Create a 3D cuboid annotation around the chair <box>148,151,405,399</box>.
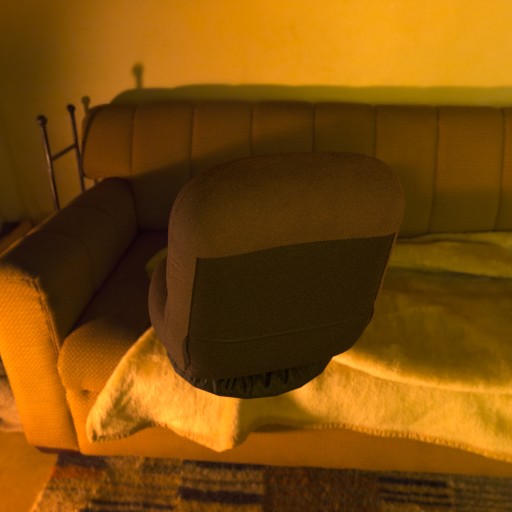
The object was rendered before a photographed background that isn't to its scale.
[{"bbox_3d":[0.000,0.000,1.055,0.521,0.594,0.597,-7,27,-15],"label":"chair"}]
